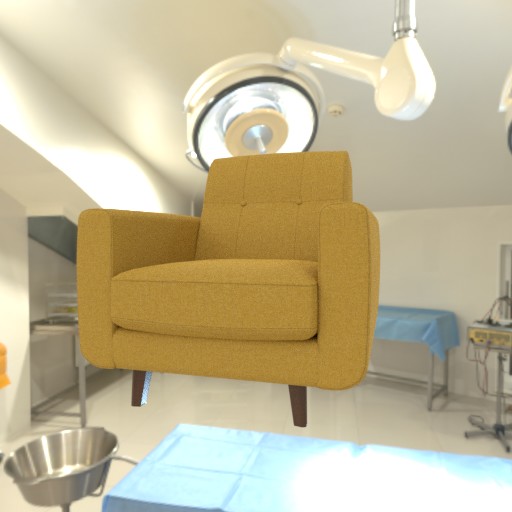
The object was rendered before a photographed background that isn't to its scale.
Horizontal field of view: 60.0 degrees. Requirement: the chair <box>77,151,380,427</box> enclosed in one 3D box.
[{"bbox_3d":[0.000,0.000,1.565,0.831,0.841,0.909,1,2,17],"label":"chair"}]
